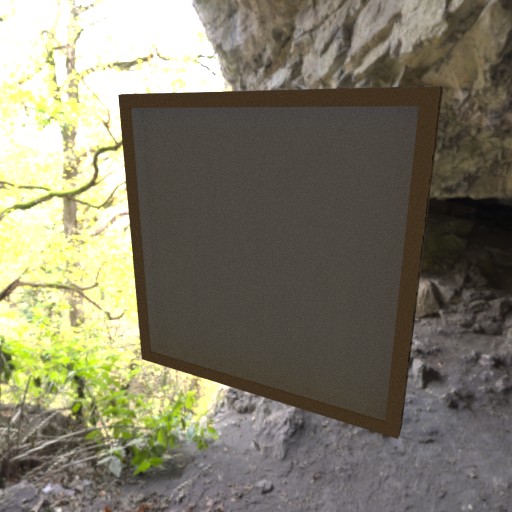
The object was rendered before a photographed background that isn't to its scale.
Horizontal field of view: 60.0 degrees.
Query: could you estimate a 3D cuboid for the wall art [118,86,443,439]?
[{"bbox_3d":[0.000,0.000,0.875,0.612,0.612,0.038,9,20,26],"label":"wall art"}]
